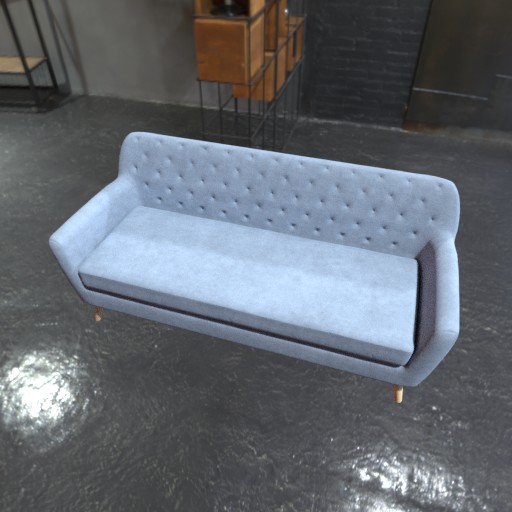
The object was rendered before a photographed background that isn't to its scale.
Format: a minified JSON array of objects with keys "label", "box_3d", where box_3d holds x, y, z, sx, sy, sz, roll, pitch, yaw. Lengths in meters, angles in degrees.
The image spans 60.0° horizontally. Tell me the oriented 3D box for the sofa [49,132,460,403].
[{"label":"sofa","box_3d":[0.000,0.000,2.376,1.970,0.830,0.830,12,42,14]}]
